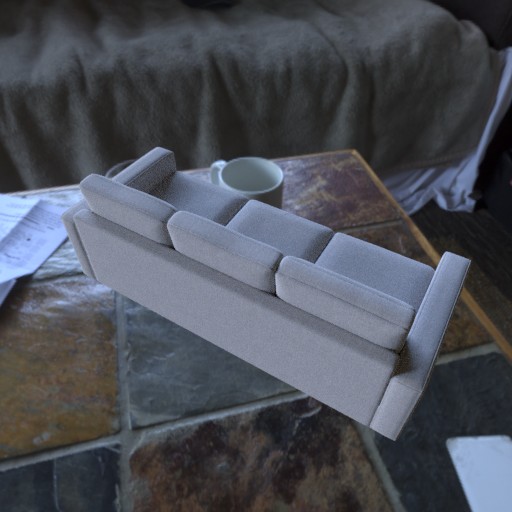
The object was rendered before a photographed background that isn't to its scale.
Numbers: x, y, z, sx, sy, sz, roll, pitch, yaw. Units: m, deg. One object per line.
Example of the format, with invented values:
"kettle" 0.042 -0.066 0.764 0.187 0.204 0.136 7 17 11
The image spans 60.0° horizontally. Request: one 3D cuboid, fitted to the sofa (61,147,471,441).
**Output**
"sofa" 0.000 0.000 2.535 2.120 0.800 0.900 23 50 21
